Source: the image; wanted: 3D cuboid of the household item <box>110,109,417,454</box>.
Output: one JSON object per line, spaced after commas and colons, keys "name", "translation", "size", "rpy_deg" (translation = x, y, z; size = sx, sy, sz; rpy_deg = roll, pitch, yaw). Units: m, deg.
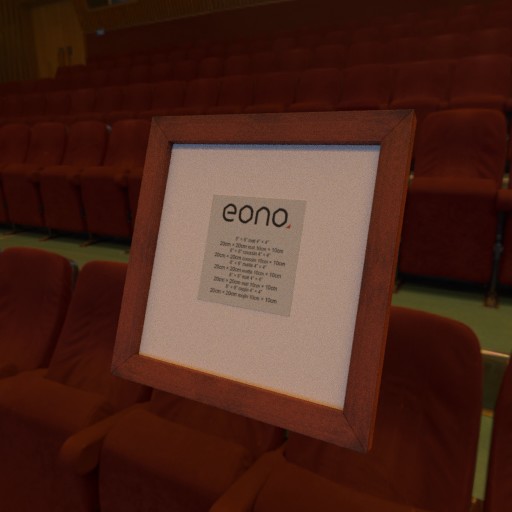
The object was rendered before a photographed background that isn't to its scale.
{"name": "household item", "translation": [0.000, 0.000, 0.389], "size": [0.240, 0.240, 0.131], "rpy_deg": [7, 16, 26]}
